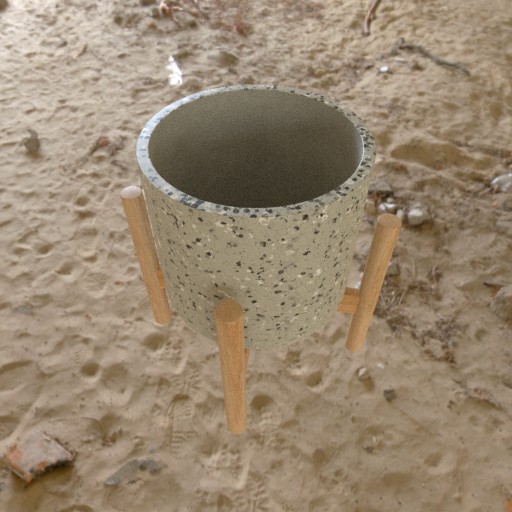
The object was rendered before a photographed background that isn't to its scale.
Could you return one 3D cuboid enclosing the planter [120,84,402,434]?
[{"bbox_3d":[0.000,0.000,0.532,0.284,0.320,0.284,25,51,21],"label":"planter"}]
